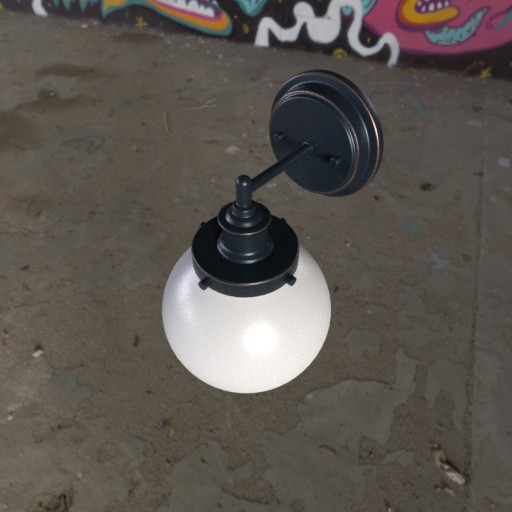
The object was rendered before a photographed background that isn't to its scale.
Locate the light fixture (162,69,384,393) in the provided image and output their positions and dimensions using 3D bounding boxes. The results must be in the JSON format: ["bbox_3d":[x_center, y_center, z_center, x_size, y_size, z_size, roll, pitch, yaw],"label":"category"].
[{"bbox_3d":[0.000,0.000,0.484,0.197,0.332,0.230,31,53,28],"label":"light fixture"}]
